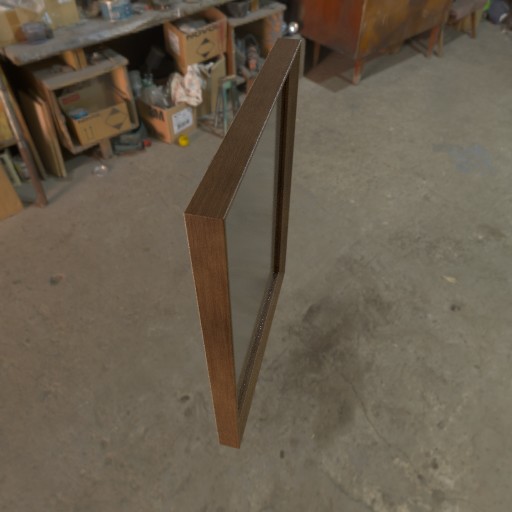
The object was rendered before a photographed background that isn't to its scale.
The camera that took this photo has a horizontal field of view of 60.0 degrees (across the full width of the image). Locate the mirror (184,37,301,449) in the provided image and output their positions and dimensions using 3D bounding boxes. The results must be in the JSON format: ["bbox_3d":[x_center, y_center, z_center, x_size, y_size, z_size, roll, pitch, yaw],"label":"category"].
[{"bbox_3d":[0.000,0.000,0.695,0.041,0.509,0.406,10,47,9],"label":"mirror"}]
